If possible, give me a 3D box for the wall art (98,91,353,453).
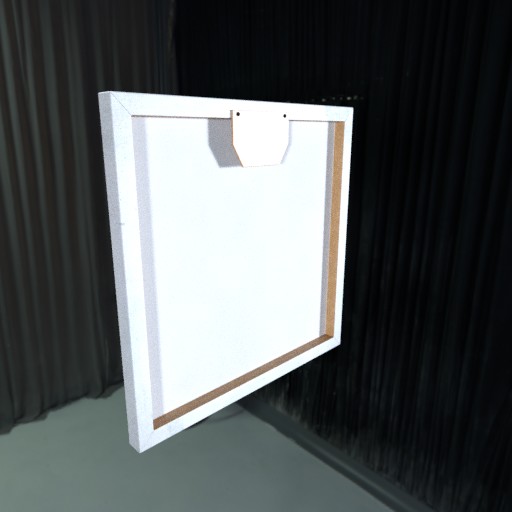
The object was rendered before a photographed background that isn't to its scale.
[{"bbox_3d":[0.000,0.000,0.919,0.605,0.605,0.044,-15,21,-42],"label":"wall art"}]
